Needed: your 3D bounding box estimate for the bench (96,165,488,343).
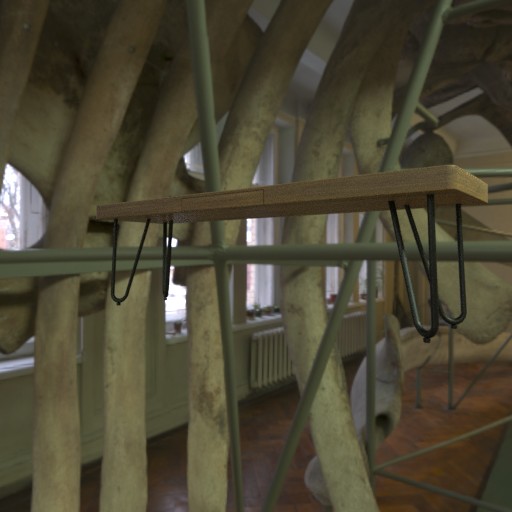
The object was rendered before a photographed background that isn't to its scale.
[{"bbox_3d":[0.000,0.000,1.739,1.570,0.462,0.425,0,0,38],"label":"bench"}]
